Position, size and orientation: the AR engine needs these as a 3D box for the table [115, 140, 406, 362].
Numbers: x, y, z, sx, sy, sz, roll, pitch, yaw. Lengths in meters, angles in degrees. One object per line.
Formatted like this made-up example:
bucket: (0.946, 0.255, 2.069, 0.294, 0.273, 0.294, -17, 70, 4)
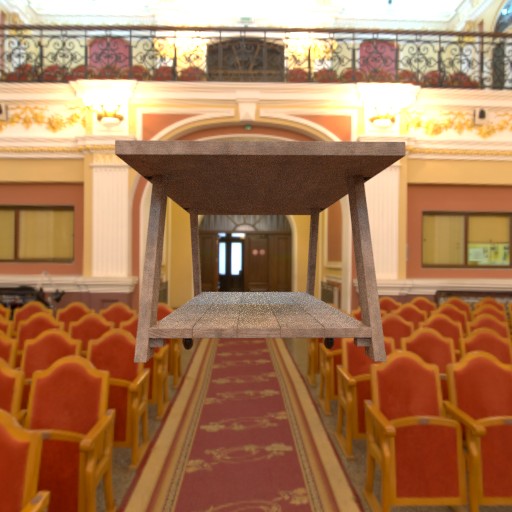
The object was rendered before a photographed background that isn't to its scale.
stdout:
table: (0.000, 0.000, 1.536, 0.610, 0.470, 1.219, 0, -1, -1)
